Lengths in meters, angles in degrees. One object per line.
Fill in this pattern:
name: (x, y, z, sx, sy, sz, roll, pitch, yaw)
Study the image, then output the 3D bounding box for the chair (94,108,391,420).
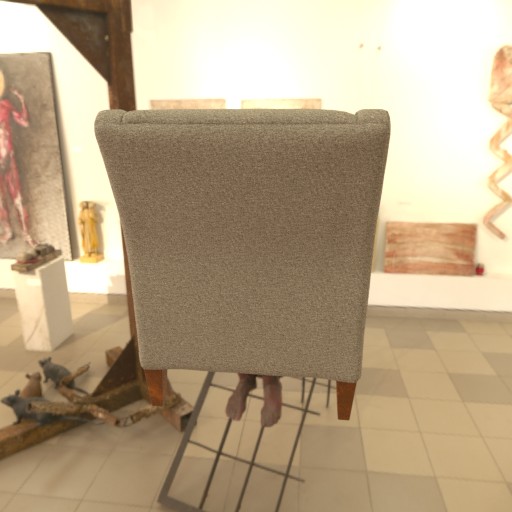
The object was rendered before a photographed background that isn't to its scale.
chair: (0.000, 0.000, 1.636, 0.774, 1.016, 0.870, 2, 17, 6)
